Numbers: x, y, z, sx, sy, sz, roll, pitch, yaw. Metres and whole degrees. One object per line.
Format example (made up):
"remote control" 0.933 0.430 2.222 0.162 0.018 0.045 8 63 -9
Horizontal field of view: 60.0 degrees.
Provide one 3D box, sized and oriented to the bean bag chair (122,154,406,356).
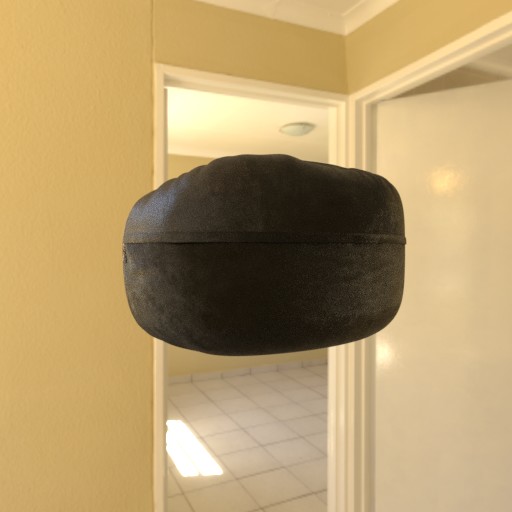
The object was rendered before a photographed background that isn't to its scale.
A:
"bean bag chair" 0.000 0.000 2.472 1.524 0.878 1.524 -1 1 -35
